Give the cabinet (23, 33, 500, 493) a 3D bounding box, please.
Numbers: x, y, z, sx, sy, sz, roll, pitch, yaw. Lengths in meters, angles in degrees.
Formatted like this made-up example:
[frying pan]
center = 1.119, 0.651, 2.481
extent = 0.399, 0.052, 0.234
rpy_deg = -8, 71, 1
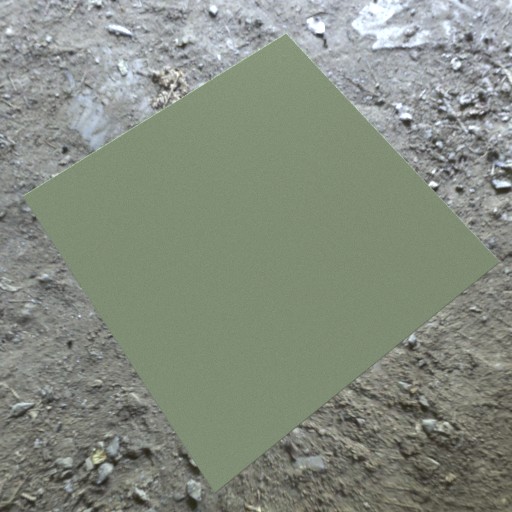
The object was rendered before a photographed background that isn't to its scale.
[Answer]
[cabinet]
center = 0.000, 0.000, 1.258
extent = 0.800, 0.460, 0.800
rpy_deg = -36, 77, -10
